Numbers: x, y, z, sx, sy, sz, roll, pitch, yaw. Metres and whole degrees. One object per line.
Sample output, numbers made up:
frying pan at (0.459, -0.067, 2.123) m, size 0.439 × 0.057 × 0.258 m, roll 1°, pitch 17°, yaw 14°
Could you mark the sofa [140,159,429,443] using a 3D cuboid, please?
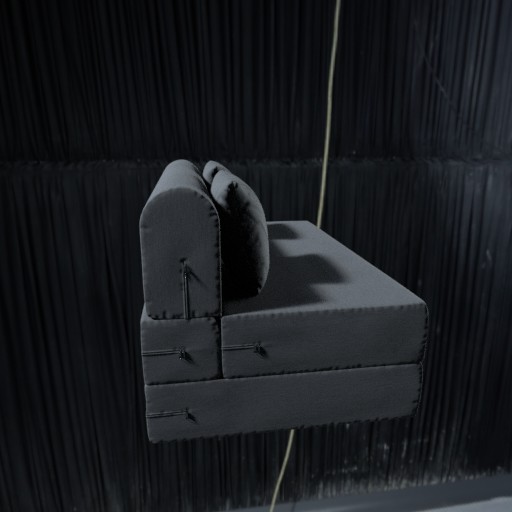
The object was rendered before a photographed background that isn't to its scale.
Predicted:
sofa at (0.000, 0.000, 1.705) m, size 0.762 × 0.670 × 1.225 m, roll -2°, pitch 15°, yaw -9°
